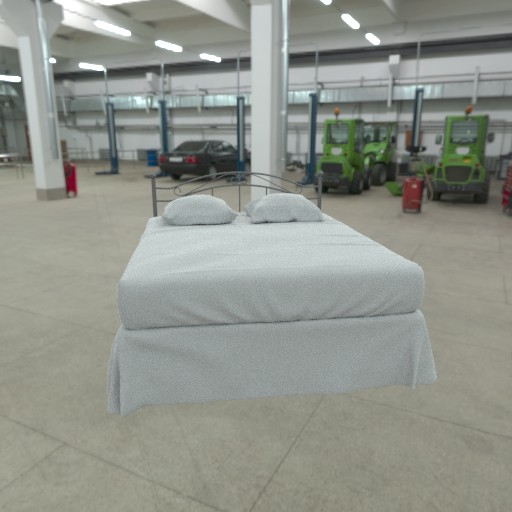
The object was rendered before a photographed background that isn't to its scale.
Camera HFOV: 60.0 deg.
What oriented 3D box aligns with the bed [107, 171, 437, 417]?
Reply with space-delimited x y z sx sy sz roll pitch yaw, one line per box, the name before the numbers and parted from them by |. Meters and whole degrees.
bed | 0.000 0.000 3.296 1.936 1.080 2.215 -2 15 -8
